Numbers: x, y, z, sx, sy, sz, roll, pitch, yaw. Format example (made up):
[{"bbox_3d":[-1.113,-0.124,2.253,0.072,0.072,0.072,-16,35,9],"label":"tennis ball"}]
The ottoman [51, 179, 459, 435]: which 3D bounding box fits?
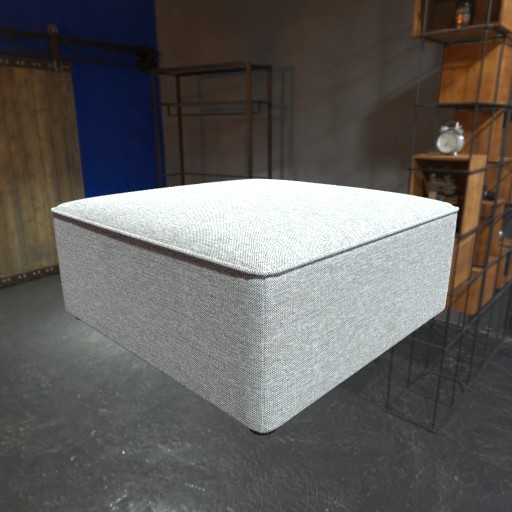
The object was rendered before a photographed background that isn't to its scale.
[{"bbox_3d":[0.000,0.000,1.552,1.005,0.455,1.005,15,22,42],"label":"ottoman"}]
